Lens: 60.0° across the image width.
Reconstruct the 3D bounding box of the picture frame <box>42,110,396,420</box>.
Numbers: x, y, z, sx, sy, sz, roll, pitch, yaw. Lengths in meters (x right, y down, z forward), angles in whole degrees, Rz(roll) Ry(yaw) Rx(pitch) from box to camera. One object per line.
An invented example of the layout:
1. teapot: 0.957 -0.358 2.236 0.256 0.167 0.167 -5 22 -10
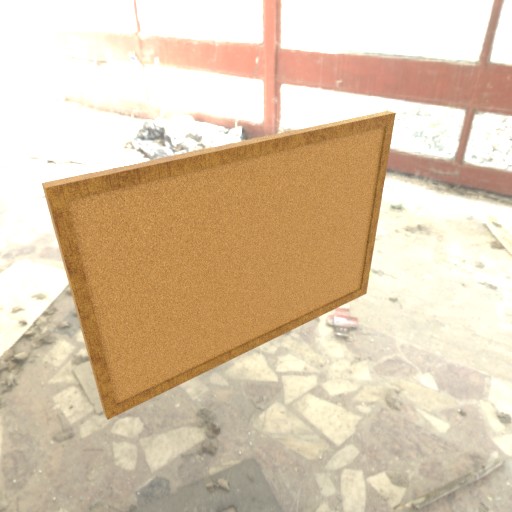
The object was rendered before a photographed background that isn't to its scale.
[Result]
1. picture frame: 0.000 0.000 1.176 0.922 0.621 0.029 -20 37 -29
